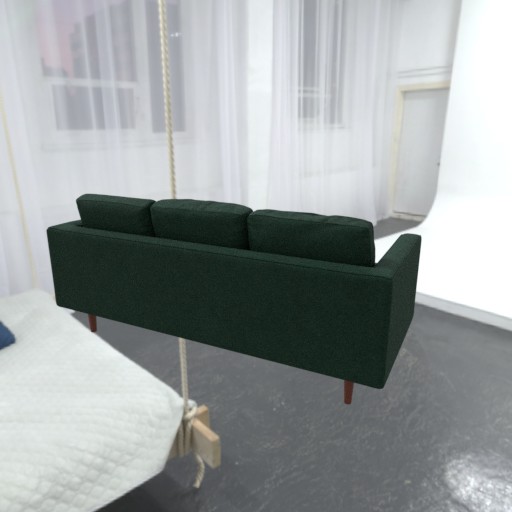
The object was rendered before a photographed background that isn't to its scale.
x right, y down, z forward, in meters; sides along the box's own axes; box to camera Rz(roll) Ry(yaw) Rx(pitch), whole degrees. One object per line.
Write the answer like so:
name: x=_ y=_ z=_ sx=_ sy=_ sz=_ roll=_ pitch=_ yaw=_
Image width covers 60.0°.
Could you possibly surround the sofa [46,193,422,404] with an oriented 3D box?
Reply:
sofa: x=0.000 y=0.000 z=2.929 sx=2.030 sy=0.899 sz=1.580 roll=8 pitch=18 yaw=26
